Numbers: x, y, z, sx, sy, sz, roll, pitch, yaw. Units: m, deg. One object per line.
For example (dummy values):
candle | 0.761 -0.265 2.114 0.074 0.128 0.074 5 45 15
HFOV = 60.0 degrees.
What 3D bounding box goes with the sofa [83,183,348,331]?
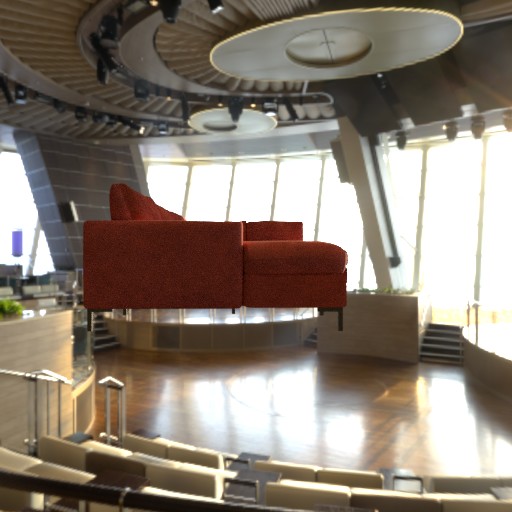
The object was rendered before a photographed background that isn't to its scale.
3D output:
sofa | 0.000 0.000 3.947 1.981 0.858 2.971 0 0 -1
